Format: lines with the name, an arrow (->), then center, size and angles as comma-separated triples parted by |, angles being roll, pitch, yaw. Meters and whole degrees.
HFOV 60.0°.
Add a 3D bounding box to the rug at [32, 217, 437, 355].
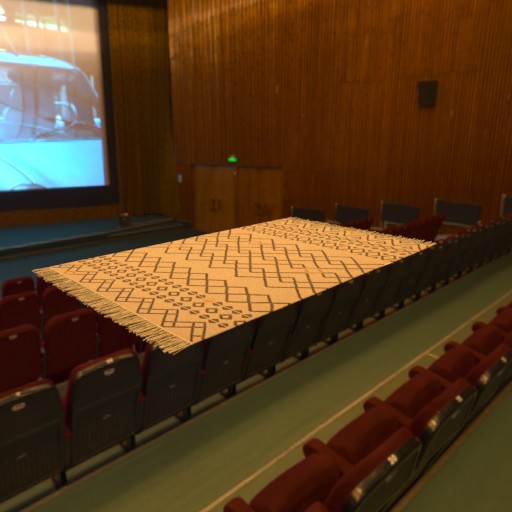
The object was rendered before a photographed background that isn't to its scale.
rug -> 0.000, 0.000, 2.513 | 2.023, 0.028, 1.224 | -15, 22, -43
